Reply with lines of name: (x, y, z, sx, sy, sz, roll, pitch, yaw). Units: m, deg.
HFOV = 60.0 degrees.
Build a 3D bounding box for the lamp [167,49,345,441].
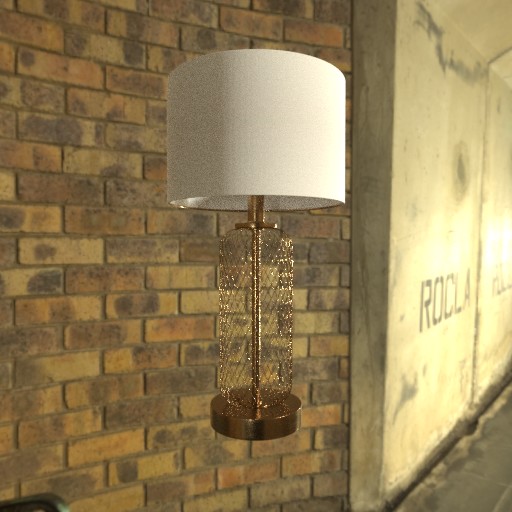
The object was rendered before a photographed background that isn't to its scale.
lamp: (0.000, 0.000, 0.642, 0.252, 0.483, 0.252, 0, 1, -17)
